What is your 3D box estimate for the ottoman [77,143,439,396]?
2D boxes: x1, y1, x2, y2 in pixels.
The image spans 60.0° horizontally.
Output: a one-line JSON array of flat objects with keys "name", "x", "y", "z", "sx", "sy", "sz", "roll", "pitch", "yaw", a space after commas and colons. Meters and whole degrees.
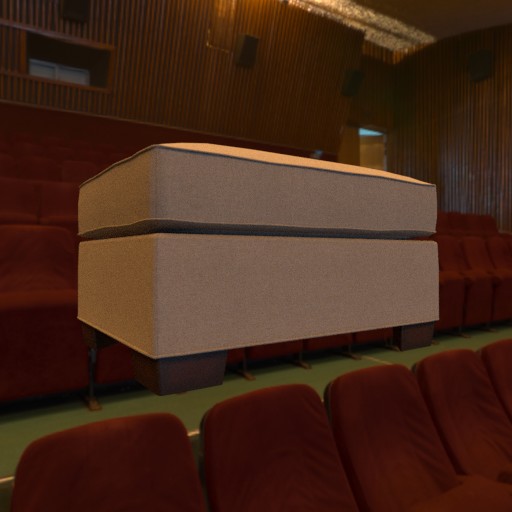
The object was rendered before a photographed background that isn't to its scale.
[{"name": "ottoman", "x": 0.000, "y": 0.000, "z": 1.257, "sx": 0.846, "sy": 0.503, "sz": 0.617, "roll": 0, "pitch": 0, "yaw": -34}]
